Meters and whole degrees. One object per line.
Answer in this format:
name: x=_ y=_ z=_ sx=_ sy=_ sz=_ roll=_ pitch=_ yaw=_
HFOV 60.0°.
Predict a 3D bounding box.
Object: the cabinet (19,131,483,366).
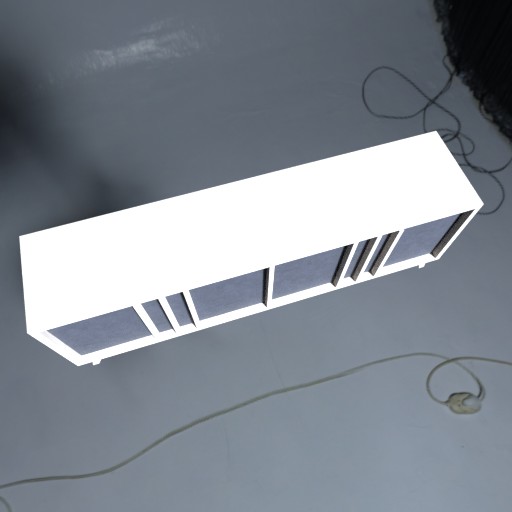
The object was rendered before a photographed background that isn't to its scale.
cabinet: x=0.000 y=0.000 z=2.490 sx=2.198 sy=0.779 sz=0.499 roll=-16 pitch=64 yaw=-8
